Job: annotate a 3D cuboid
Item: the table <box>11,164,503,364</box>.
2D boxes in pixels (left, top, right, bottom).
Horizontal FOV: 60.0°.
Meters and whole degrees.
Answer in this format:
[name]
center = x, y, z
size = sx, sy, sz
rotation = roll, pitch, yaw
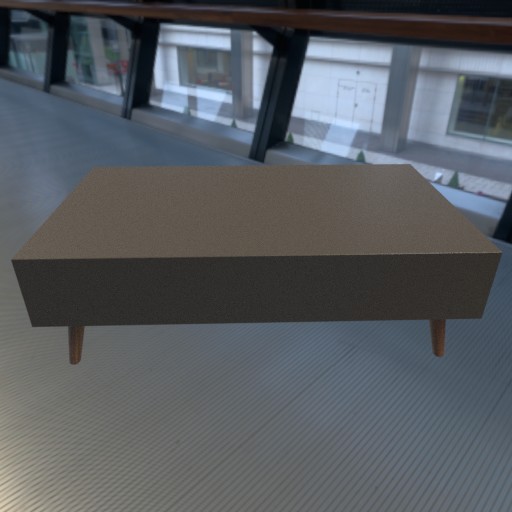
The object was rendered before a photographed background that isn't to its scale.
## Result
[table]
center = 0.000, 0.000, 1.485
size = 1.201, 0.404, 0.703
rotation = -1, 30, -1
